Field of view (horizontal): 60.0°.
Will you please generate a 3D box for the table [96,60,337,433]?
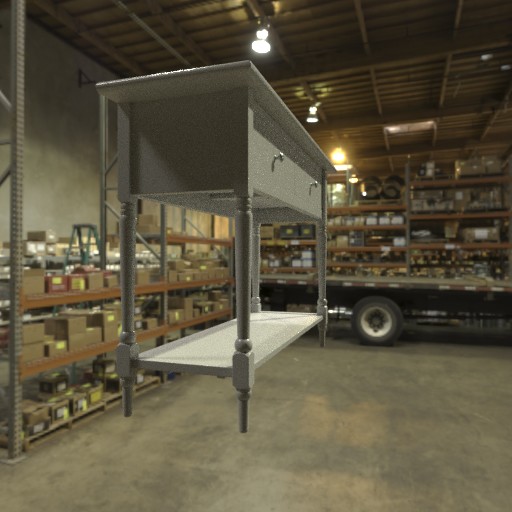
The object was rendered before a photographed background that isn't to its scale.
[{"bbox_3d":[0.000,0.000,1.534,0.384,0.808,1.197,0,0,19],"label":"table"}]
